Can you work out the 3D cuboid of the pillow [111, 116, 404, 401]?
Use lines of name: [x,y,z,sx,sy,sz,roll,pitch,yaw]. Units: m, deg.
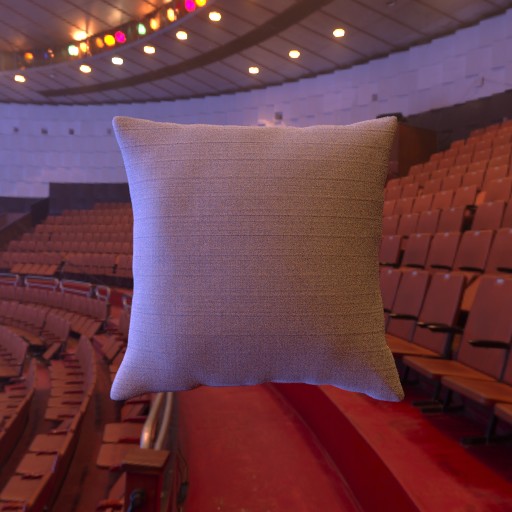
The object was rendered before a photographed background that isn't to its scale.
pillow: [0.000,0.000,0.720,0.470,0.464,0.175,0,-1,0]
